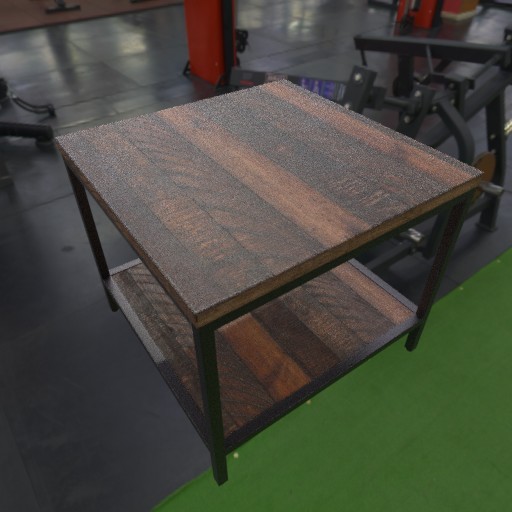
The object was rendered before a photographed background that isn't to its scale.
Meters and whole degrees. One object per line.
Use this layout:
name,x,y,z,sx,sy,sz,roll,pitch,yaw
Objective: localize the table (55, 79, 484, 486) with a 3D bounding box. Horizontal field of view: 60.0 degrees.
table,0.000,0.000,0.950,0.553,0.482,0.548,-25,46,-26
